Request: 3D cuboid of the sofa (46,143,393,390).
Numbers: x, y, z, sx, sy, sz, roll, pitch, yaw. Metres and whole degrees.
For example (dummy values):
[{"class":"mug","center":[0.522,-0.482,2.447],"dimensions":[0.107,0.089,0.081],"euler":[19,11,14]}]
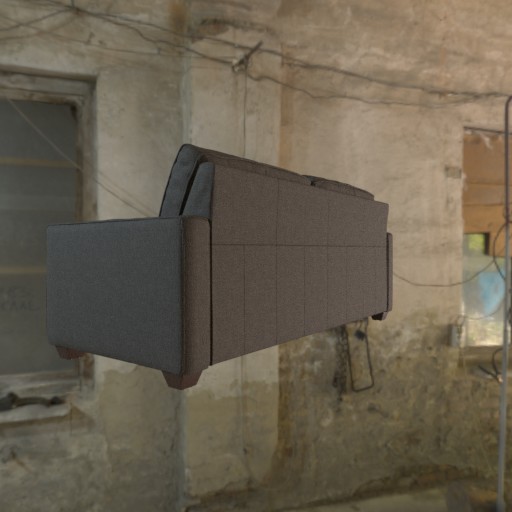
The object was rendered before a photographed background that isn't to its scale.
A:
[{"class":"sofa","center":[0.000,0.000,2.582],"dimensions":[0.940,0.919,2.080],"euler":[1,1,37]}]
